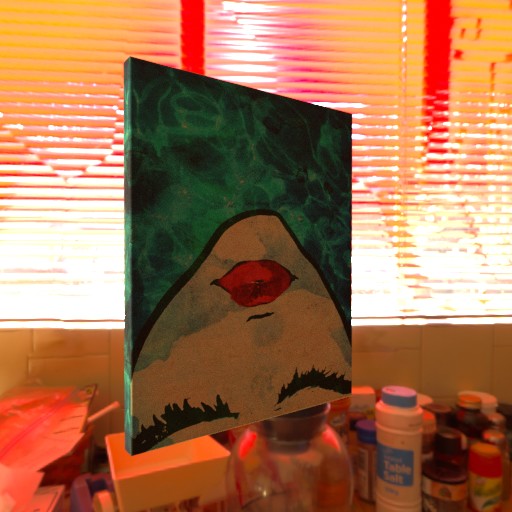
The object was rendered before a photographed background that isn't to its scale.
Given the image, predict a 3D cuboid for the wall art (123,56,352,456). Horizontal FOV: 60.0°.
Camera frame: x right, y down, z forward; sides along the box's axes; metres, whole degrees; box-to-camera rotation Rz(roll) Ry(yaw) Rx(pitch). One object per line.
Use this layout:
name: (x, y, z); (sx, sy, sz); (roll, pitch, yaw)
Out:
wall art: (0.000, 0.000, 1.032); (0.609, 0.760, 0.038); (-1, 1, -35)
